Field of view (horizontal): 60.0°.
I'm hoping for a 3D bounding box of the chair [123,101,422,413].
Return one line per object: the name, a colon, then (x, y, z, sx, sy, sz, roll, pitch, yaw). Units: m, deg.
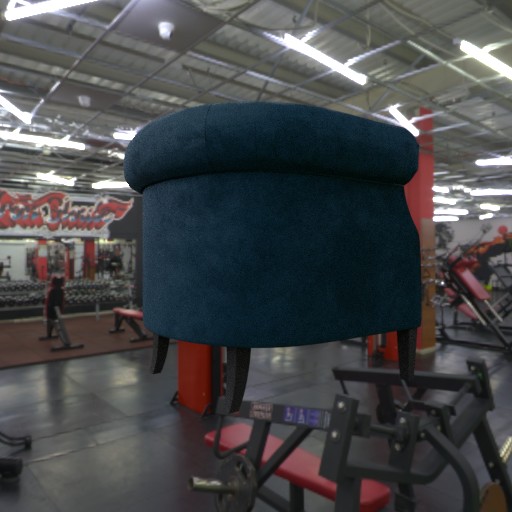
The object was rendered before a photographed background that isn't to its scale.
chair: (0.000, 0.000, 1.535, 0.851, 0.826, 0.904, 0, 0, -37)
